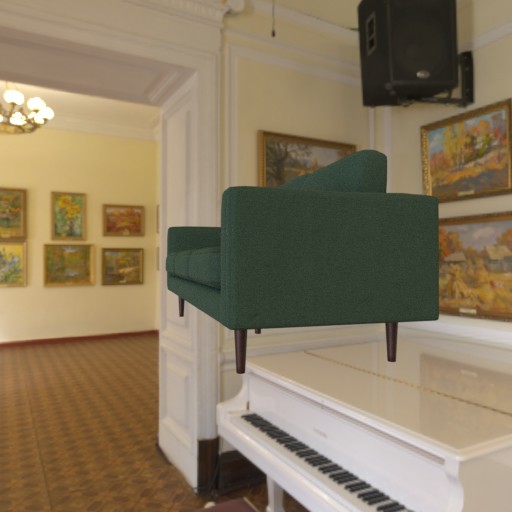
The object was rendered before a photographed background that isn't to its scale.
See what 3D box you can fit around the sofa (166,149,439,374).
[{"bbox_3d":[0.000,0.000,2.567,0.879,0.899,2.029,0,0,-17],"label":"sofa"}]
